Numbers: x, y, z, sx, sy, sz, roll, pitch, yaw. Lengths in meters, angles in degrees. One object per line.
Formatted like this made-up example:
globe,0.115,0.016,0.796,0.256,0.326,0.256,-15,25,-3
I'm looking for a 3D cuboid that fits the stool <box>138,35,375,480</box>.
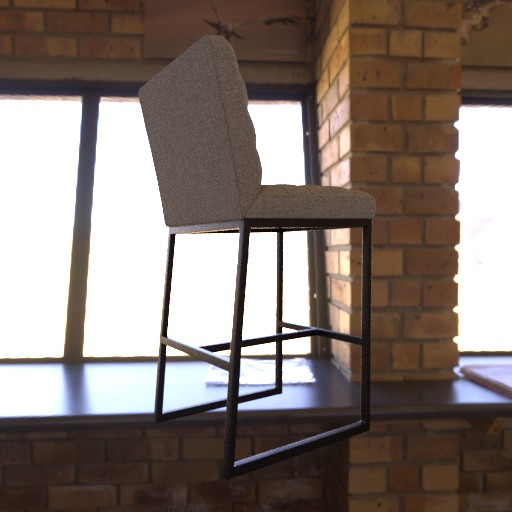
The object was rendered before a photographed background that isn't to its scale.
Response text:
stool,0.000,0.000,1.336,0.571,1.034,0.459,0,1,-35
